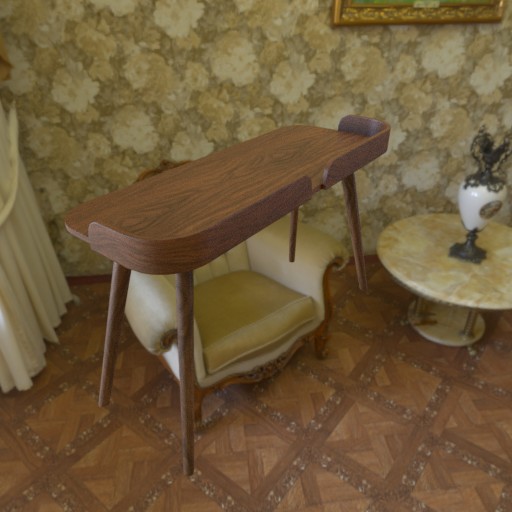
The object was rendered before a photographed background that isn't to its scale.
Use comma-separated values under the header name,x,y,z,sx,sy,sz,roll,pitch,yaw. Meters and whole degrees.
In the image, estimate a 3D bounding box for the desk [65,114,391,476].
name,x,y,z,sx,sy,sz,roll,pitch,yaw
desk,0.000,0.000,1.656,0.486,0.800,1.256,22,37,31
